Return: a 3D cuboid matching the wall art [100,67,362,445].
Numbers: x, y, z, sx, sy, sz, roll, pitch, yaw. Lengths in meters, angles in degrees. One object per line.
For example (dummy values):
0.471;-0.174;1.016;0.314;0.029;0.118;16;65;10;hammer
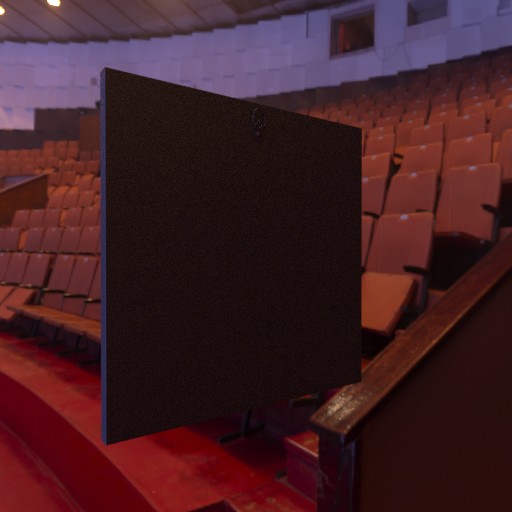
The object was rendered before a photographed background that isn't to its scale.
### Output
0.000;0.000;1.186;0.805;0.807;0.043;0;1;-35;wall art
